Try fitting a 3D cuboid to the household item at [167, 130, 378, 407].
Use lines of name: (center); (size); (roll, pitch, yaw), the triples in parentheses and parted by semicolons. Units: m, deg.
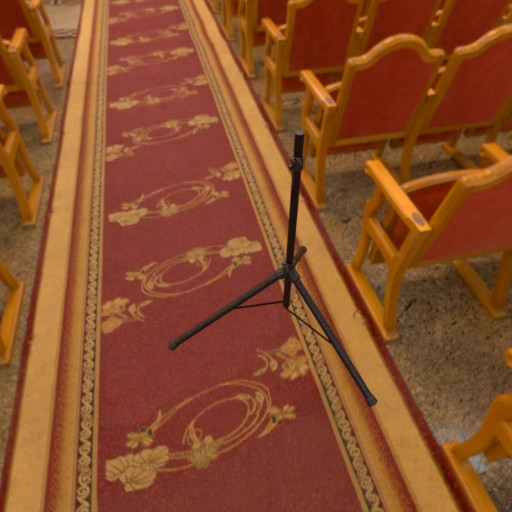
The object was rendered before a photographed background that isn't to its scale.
household item: (0.000, 0.000, 1.894); (0.907, 1.136, 1.045); (-9, 47, -9)
